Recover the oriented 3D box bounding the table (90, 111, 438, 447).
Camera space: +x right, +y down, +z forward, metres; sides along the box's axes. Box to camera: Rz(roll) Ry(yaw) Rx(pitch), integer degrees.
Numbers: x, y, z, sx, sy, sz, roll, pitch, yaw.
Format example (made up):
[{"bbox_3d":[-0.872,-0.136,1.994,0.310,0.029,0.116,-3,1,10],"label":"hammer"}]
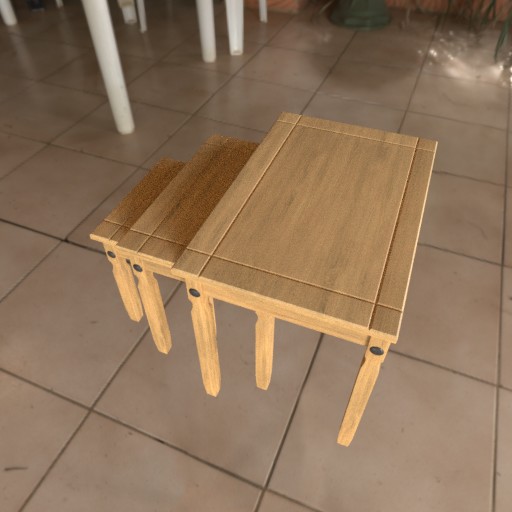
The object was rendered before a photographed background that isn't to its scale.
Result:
[{"bbox_3d":[0.000,0.000,1.249,0.773,0.535,0.660,16,48,15],"label":"table"}]
